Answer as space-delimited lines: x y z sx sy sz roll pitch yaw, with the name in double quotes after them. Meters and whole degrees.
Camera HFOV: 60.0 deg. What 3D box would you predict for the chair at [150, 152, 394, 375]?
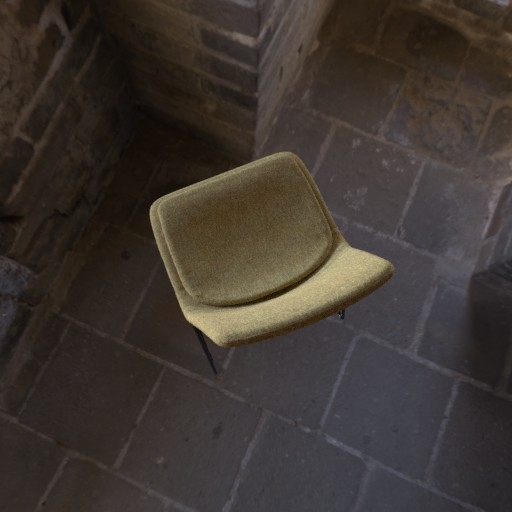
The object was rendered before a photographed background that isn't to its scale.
0.000 0.000 1.146 0.479 0.849 0.496 -22 75 -6 "chair"
